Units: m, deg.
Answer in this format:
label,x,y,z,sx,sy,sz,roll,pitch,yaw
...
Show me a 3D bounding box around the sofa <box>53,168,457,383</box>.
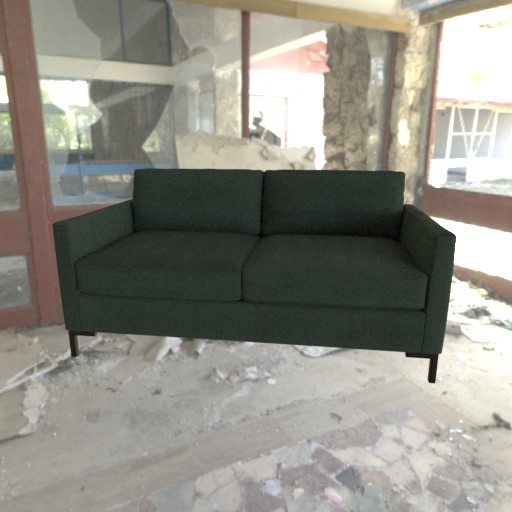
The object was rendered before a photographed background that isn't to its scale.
label,x,y,z,sx,sy,sz,roll,pitch,yaw
sofa,0.000,0.000,2.216,1.676,0.817,0.875,2,15,8
